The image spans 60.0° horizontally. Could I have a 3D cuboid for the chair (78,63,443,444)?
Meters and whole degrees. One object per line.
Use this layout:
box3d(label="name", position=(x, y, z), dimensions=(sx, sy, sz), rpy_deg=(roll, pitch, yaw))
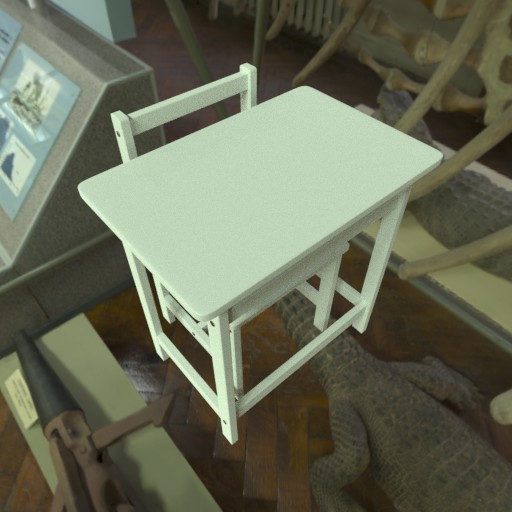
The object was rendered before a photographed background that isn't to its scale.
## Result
box3d(label="chair", position=(0.000, 0.000, 1.055), dimensions=(0.599, 0.673, 0.461), rpy_deg=(-32, 55, -27))
